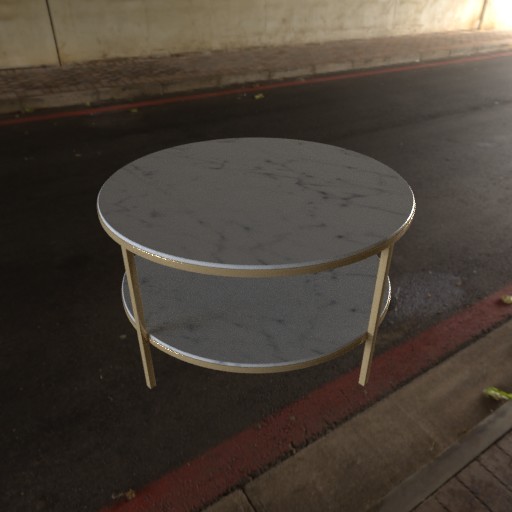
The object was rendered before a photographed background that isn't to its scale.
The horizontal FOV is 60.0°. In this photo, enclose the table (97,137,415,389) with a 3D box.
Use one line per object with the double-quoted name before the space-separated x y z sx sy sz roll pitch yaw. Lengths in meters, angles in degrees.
"table" 0.000 0.000 1.279 0.800 0.450 0.800 0 32 0
